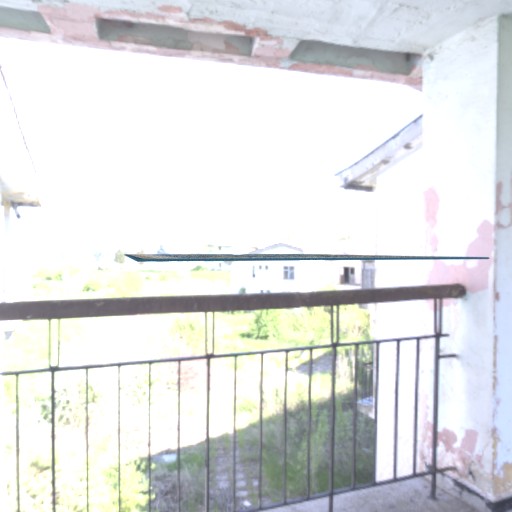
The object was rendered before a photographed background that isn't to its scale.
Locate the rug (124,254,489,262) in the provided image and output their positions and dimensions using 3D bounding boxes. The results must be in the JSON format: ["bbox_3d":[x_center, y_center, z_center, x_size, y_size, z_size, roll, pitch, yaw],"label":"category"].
[{"bbox_3d":[0.000,0.000,3.995,2.226,0.015,3.044,0,1,-18],"label":"rug"}]
